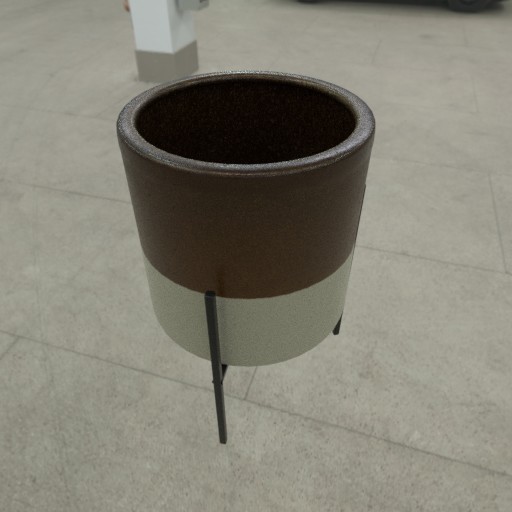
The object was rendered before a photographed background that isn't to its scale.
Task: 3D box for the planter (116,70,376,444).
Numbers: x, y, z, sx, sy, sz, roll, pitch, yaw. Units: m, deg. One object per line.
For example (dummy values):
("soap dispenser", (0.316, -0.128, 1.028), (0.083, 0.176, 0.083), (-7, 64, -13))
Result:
("planter", (0.000, 0.000, 0.551), (0.269, 0.375, 0.255), (-12, 41, -14))
